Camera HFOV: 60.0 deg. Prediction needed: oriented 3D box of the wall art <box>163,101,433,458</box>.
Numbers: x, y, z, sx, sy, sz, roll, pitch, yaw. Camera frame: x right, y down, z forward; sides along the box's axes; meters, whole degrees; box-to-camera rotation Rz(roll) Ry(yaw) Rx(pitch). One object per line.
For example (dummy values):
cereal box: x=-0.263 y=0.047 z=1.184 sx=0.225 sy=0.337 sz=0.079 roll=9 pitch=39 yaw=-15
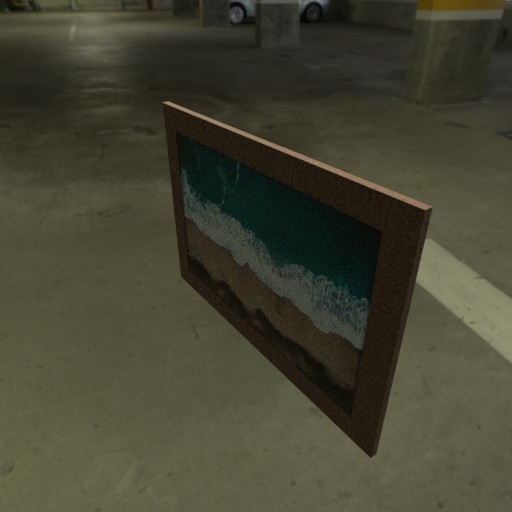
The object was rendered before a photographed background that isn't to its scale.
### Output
wall art: x=0.000 y=0.000 z=1.172 sx=0.019 sy=0.626 sz=0.917 roll=-21 pitch=37 yaw=-30
